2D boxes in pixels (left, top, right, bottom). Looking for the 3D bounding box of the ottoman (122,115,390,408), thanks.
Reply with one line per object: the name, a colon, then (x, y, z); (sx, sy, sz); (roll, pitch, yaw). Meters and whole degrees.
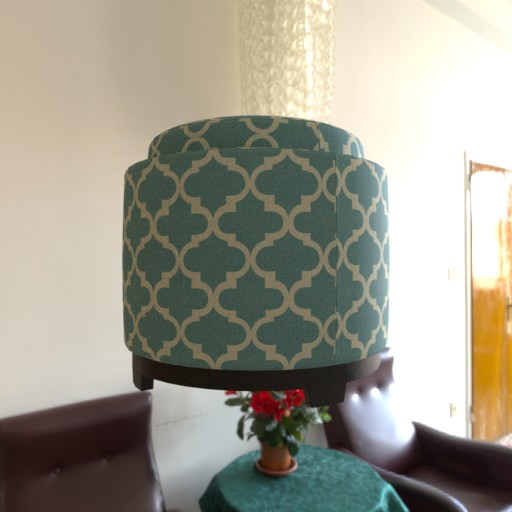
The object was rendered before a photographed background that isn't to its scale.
ottoman: (0.000, 0.000, 0.830); (0.480, 0.429, 0.480); (0, 0, 0)
